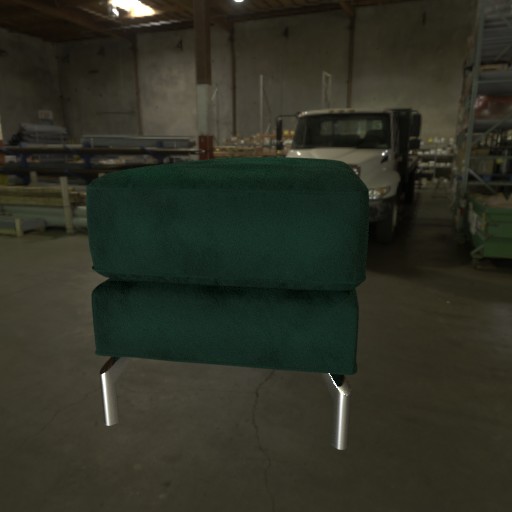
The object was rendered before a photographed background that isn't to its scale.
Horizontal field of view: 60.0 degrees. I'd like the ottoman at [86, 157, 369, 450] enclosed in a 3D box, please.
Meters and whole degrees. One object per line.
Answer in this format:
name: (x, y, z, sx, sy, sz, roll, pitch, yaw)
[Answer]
ottoman: (0.000, 0.000, 1.237, 0.536, 0.533, 0.886, 2, 14, 9)
